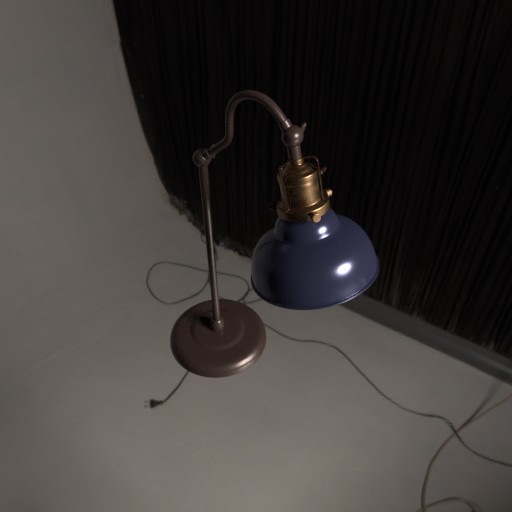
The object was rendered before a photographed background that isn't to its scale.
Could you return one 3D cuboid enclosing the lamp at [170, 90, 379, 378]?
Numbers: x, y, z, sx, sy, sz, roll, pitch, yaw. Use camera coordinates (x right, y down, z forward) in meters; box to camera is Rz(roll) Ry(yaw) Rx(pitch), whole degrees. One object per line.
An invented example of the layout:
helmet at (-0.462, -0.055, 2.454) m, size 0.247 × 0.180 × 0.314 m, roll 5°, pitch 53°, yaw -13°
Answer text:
lamp at (0.000, 0.000, 0.689) m, size 0.374 × 0.508 × 0.192 m, roll 23°, pitch 45°, yaw 26°
